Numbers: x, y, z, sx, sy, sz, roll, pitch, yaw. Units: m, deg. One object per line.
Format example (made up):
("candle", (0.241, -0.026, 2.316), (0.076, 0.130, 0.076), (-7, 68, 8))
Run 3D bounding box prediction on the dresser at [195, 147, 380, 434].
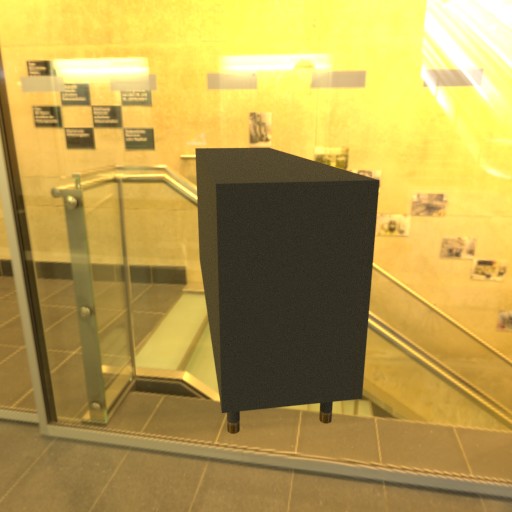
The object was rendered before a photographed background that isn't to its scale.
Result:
("dresser", (0.000, 0.000, 2.018), (0.463, 0.872, 1.558), (-3, 17, -9))
